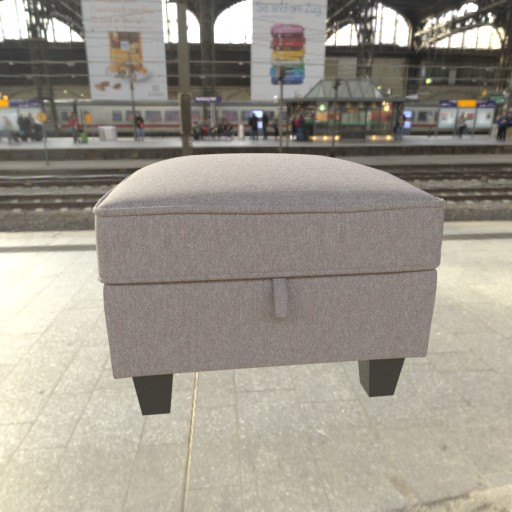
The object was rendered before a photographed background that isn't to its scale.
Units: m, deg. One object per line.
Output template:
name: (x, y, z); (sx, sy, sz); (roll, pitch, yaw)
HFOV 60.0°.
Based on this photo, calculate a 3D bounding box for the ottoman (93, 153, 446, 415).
ottoman: (0.000, 0.000, 1.384); (0.808, 0.612, 0.871); (-2, 17, -7)
